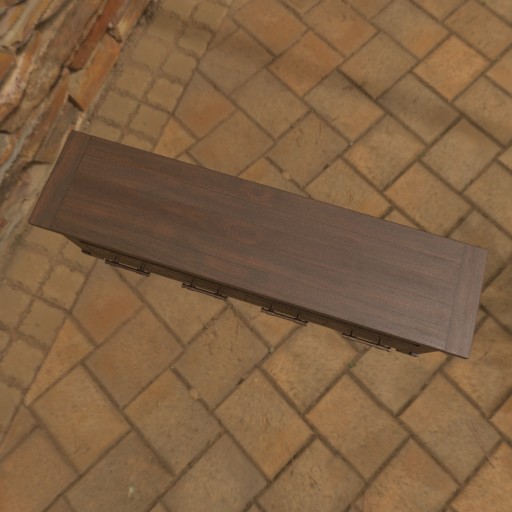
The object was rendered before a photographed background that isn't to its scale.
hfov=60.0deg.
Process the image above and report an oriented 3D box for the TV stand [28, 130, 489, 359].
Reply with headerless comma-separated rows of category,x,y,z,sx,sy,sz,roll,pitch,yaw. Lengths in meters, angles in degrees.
TV stand,0.000,0.000,2.133,1.866,0.615,0.471,17,75,5
